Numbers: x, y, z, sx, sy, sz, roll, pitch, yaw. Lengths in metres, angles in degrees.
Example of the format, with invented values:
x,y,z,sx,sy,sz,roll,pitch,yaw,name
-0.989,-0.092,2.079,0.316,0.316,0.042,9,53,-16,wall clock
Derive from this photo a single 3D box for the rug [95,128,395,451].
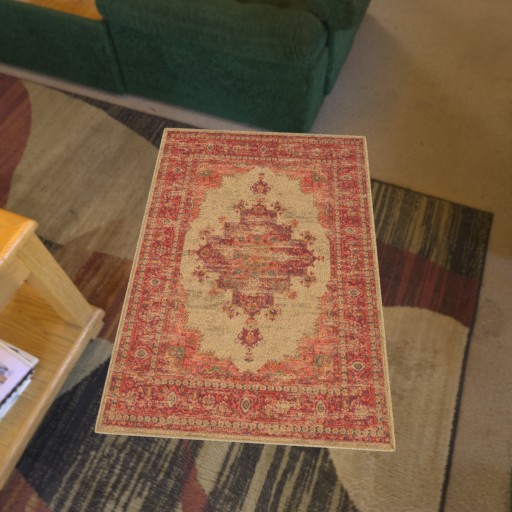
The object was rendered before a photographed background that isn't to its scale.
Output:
x,y,z,sx,sy,sz,roll,pitch,yaw,name
0.000,0.000,2.847,1.555,0.011,2.232,3,59,2,rug
